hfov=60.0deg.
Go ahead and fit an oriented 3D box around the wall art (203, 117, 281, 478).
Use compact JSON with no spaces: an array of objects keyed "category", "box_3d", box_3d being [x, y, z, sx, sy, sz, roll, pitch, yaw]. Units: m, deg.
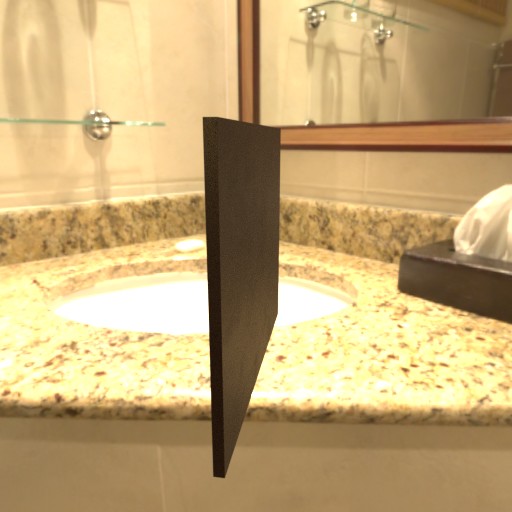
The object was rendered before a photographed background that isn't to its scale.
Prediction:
[{"category":"wall art","box_3d":[0.000,0.000,1.677,0.034,0.952,1.207,3,15,9]}]
